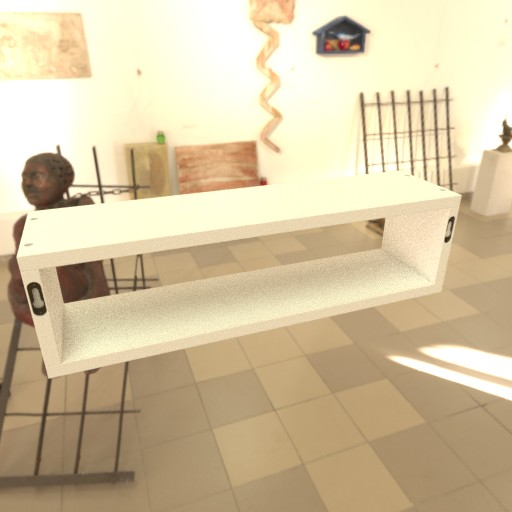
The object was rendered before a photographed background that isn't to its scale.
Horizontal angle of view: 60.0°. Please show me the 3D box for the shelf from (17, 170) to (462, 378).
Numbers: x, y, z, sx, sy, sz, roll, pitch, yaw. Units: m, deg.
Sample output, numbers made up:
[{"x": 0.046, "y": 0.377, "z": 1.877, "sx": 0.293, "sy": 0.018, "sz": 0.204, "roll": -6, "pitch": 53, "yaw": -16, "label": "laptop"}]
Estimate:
[{"x": 0.000, "y": 0.000, "z": 0.676, "sx": 0.610, "sy": 0.170, "sz": 0.150, "roll": -9, "pitch": 28, "yaw": -18, "label": "shelf"}]
